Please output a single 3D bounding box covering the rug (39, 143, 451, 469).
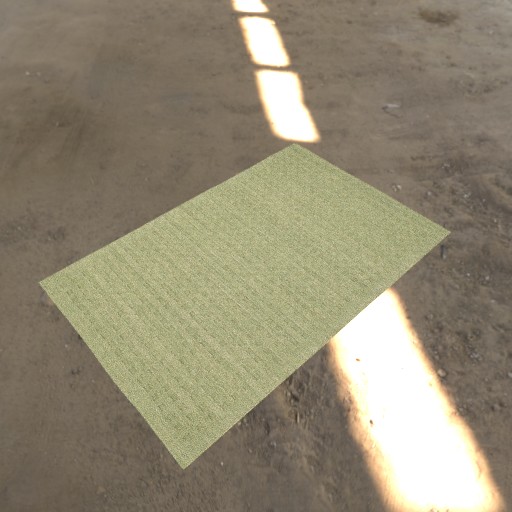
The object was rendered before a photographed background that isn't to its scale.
[{"bbox_3d":[0.000,0.000,2.218,1.747,0.006,1.143,-34,56,-27],"label":"rug"}]
